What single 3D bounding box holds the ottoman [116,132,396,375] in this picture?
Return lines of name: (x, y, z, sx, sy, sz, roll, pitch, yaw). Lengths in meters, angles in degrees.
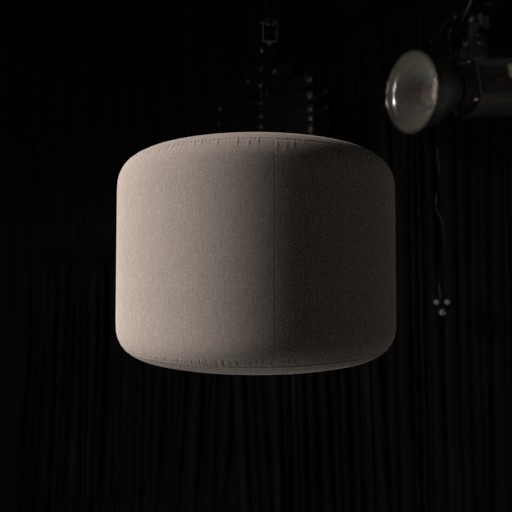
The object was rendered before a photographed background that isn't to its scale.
ottoman: (0.000, 0.000, 1.011, 0.608, 0.433, 0.608, 0, -2, 0)
